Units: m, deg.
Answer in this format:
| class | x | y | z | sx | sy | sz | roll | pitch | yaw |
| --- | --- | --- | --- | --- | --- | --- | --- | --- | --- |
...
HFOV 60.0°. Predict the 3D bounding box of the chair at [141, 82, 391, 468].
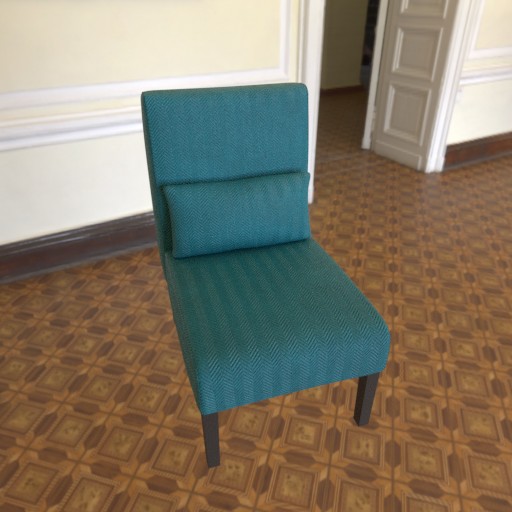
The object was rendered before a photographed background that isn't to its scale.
| class | x | y | z | sx | sy | sz | roll | pitch | yaw |
| --- | --- | --- | --- | --- | --- | --- | --- | --- | --- |
| chair | 0.000 | 0.000 | 1.439 | 0.579 | 0.927 | 0.808 | -9 | 32 | -15 |
